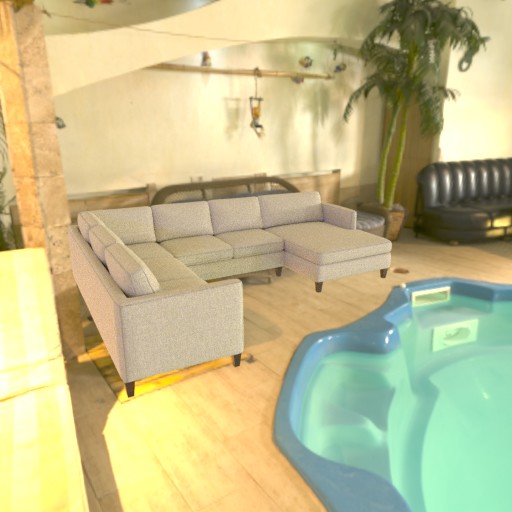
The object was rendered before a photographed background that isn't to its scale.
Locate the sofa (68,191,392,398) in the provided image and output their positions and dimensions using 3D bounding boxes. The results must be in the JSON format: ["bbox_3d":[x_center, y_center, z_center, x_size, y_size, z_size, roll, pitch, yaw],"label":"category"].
[{"bbox_3d":[0.000,0.000,4.684,3.403,0.889,2.551,-9,19,-28],"label":"sofa"}]
